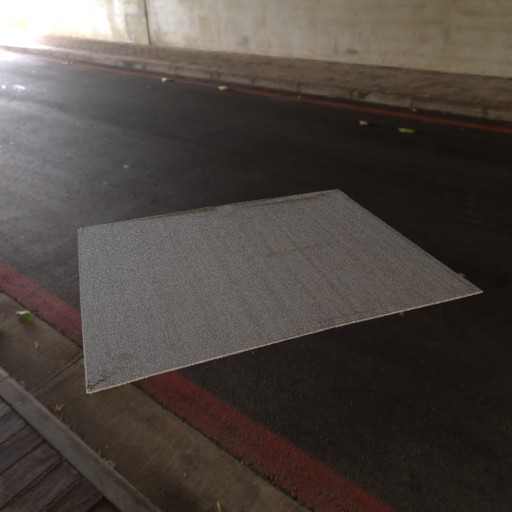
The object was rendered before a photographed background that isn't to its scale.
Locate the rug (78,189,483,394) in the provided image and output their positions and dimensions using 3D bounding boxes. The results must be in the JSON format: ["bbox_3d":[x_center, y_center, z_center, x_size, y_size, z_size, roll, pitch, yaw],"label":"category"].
[{"bbox_3d":[0.000,0.000,5.018,3.778,0.053,2.873,-11,32,-17],"label":"rug"}]
